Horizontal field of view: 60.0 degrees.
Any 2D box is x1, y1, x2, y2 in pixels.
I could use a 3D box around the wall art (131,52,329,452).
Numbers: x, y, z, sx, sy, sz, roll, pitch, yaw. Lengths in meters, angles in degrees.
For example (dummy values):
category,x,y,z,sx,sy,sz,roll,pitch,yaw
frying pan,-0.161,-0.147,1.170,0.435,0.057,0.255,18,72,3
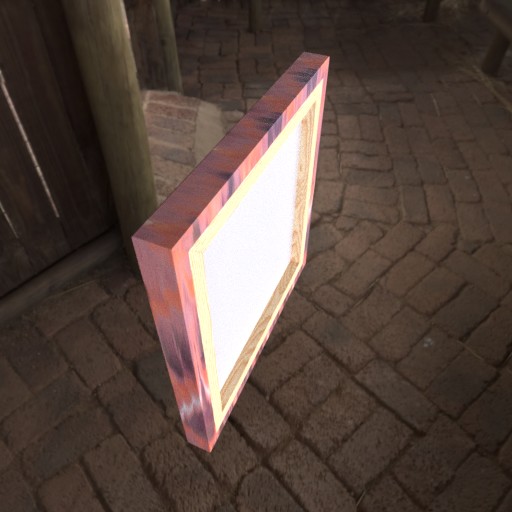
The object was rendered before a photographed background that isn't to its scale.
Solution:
category,x,y,z,sx,sy,sz,roll,pitch,yaw
wall art,0.000,0.000,0.617,0.038,0.406,0.403,18,48,16
